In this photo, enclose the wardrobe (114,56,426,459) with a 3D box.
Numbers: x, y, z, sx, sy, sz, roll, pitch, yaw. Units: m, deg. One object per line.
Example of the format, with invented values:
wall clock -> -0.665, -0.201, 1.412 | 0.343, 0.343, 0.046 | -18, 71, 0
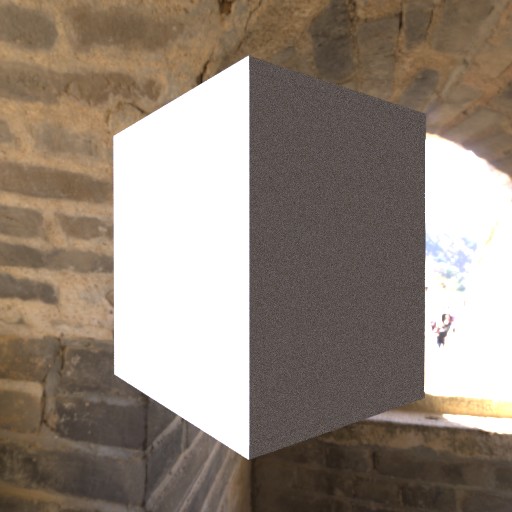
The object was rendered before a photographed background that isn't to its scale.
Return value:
wardrobe -> 0.000, 0.000, 0.889 | 0.400, 0.520, 0.500 | 0, 1, -37
